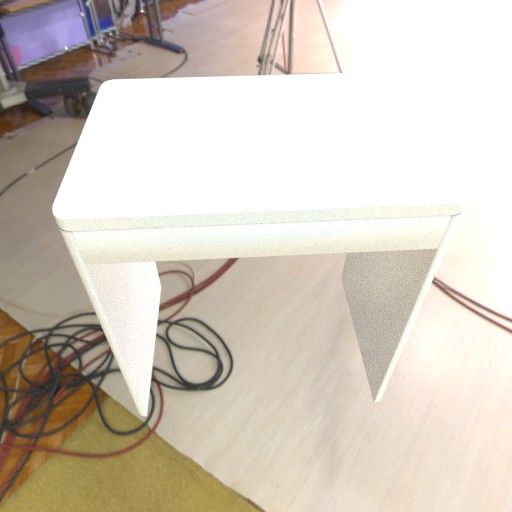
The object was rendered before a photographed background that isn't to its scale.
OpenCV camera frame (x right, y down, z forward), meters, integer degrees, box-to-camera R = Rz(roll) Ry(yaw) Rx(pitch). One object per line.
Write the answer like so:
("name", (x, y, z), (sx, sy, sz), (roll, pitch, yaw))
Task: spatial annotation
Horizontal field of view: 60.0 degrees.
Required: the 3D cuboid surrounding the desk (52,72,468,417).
("desk", (0.000, 0.000, 1.263), (0.762, 0.800, 0.549), (-3, 46, -3))
